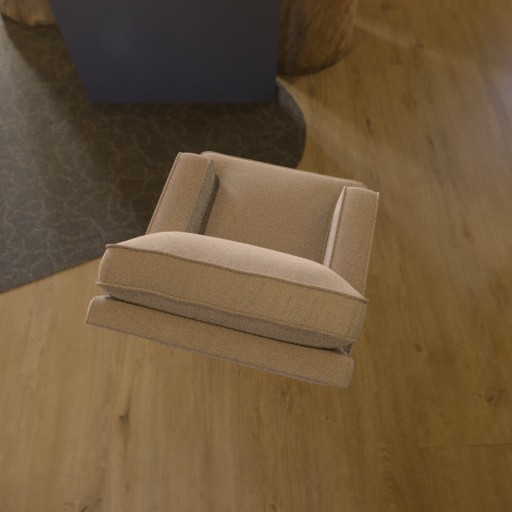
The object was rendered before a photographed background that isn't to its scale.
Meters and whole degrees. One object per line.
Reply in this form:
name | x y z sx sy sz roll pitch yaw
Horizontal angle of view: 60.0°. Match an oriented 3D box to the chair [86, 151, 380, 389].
chair | 0.000 0.000 1.710 0.861 0.964 0.969 13 64 6
